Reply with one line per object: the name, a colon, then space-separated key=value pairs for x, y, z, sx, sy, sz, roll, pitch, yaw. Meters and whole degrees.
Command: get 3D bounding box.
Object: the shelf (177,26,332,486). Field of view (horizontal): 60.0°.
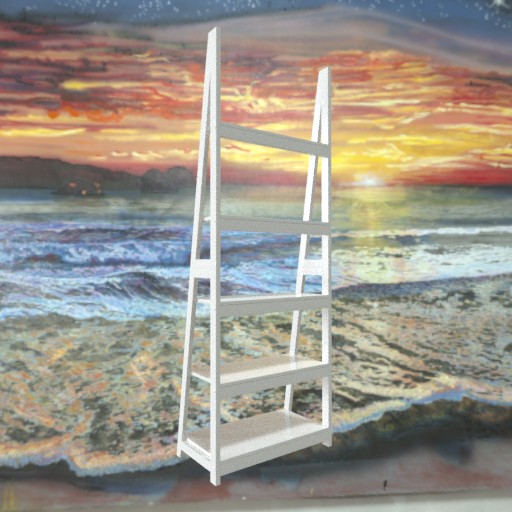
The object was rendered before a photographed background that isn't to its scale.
shelf: x=0.000 y=0.000 z=2.039 sx=0.636 sy=1.779 sz=0.341 roll=0 pitch=-1 yaw=-36
